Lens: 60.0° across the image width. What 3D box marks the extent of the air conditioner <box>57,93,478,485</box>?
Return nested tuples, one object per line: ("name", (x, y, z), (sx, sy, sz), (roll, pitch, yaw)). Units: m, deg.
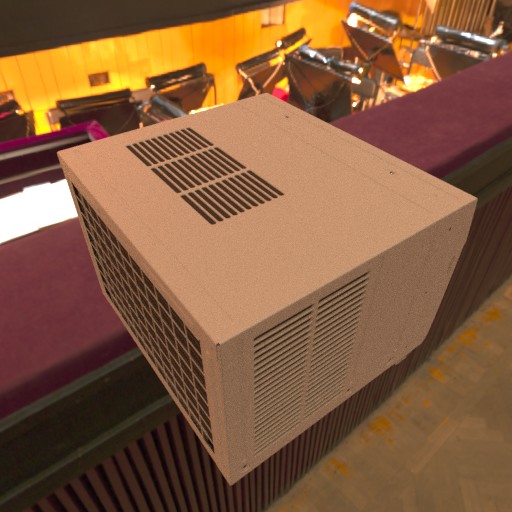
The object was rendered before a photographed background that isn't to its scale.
("air conditioner", (0.000, 0.000, 1.042), (0.599, 0.455, 0.645), (-26, 47, -27))
